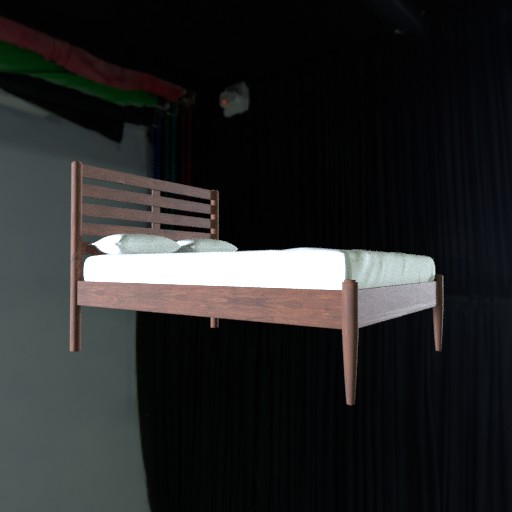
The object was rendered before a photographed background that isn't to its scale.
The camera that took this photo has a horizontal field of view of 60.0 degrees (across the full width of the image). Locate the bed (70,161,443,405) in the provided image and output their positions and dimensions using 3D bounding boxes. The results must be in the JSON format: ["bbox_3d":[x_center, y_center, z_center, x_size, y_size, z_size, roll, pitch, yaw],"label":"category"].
[{"bbox_3d":[0.000,0.000,3.047,2.093,1.304,1.509,-1,-2,36],"label":"bed"}]
